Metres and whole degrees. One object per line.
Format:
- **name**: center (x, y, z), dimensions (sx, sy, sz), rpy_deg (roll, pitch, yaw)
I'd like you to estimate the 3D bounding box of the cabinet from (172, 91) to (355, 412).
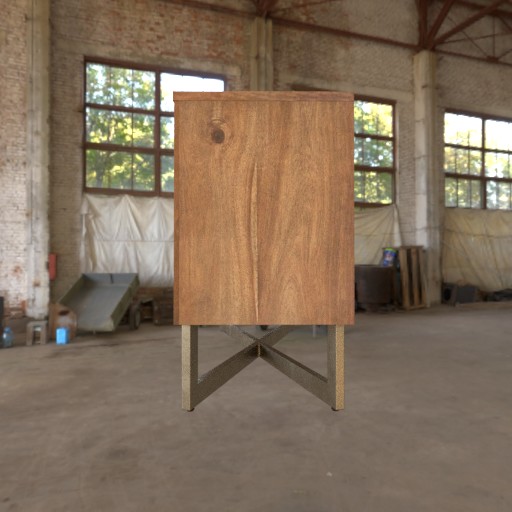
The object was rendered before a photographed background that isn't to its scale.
- **cabinet**: center (0.000, 0.000, 1.792), dimensions (0.480, 0.812, 1.373), rpy_deg (0, -1, -1)
